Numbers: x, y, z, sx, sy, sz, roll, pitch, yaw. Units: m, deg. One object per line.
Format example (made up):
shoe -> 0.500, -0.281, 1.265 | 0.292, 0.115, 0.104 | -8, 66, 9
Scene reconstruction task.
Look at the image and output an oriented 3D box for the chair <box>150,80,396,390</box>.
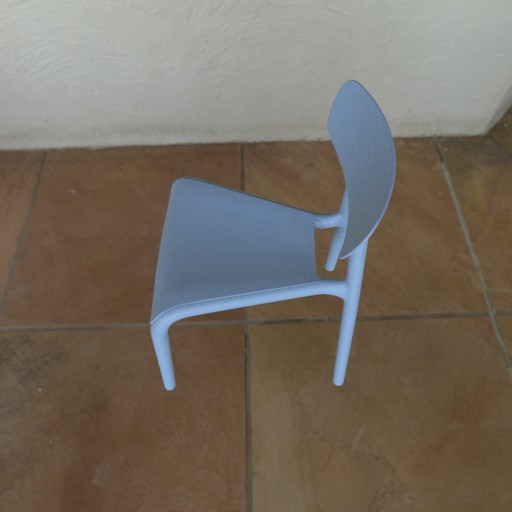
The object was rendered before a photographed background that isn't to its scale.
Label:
chair -> 0.000, 0.000, 0.833 | 0.401, 0.580, 0.356 | 1, 58, 1
